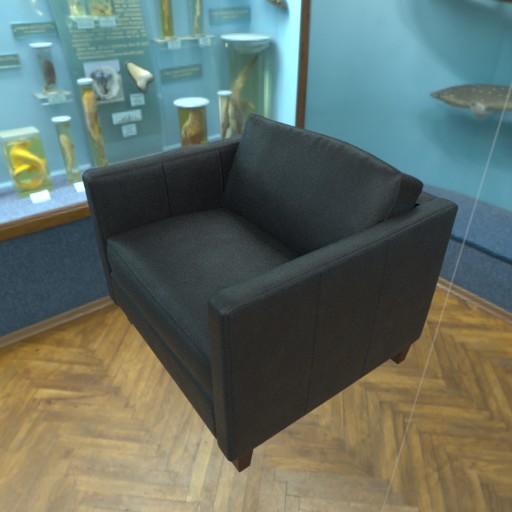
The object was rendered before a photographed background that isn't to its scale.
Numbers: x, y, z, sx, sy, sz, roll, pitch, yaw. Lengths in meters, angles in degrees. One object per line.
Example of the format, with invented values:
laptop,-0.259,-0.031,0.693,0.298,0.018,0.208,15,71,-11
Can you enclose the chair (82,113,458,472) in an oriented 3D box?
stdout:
chair,0.000,0.000,1.574,0.862,0.811,0.939,-22,39,-29
